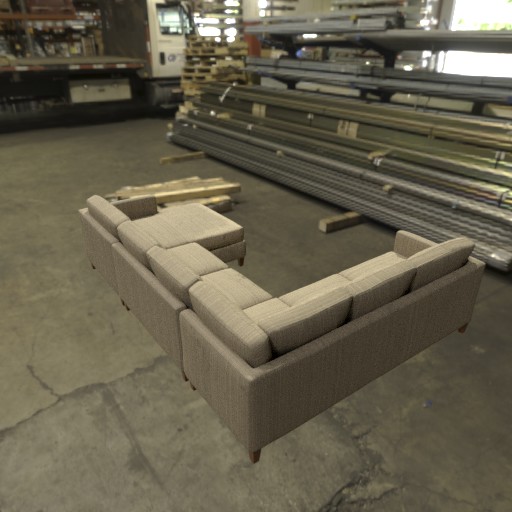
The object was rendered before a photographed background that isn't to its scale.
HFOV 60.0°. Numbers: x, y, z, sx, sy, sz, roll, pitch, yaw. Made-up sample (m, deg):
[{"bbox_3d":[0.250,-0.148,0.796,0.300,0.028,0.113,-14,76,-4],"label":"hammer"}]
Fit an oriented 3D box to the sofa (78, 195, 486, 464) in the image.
[{"bbox_3d":[0.000,0.000,4.591,2.594,0.961,3.460,-18,32,-31],"label":"sofa"}]
